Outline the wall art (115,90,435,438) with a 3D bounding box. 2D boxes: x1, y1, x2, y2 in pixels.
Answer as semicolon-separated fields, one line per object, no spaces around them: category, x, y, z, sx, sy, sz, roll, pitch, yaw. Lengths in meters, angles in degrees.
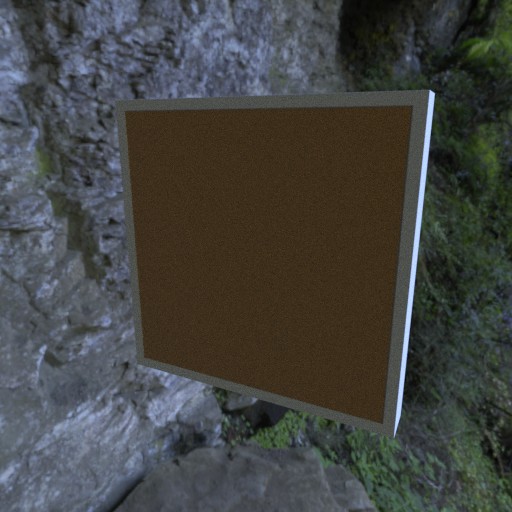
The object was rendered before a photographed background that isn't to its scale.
wall art;0.000;0.000;0.450;0.305;0.305;0.038;8;18;25
